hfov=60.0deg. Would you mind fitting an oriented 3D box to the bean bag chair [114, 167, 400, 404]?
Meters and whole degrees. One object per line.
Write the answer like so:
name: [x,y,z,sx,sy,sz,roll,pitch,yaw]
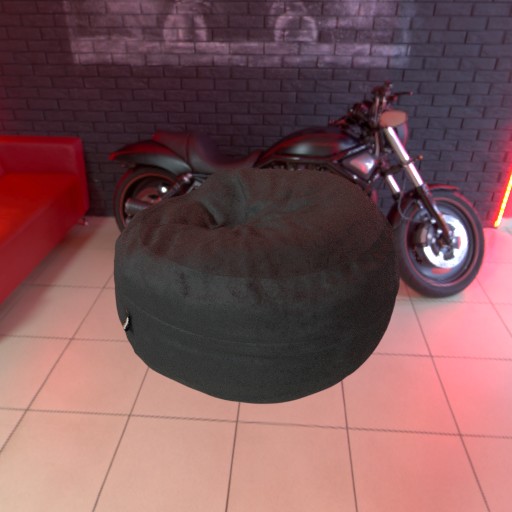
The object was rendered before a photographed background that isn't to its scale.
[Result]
bean bag chair: [0.000,0.000,2.427,1.525,0.751,1.525,0,31,0]
